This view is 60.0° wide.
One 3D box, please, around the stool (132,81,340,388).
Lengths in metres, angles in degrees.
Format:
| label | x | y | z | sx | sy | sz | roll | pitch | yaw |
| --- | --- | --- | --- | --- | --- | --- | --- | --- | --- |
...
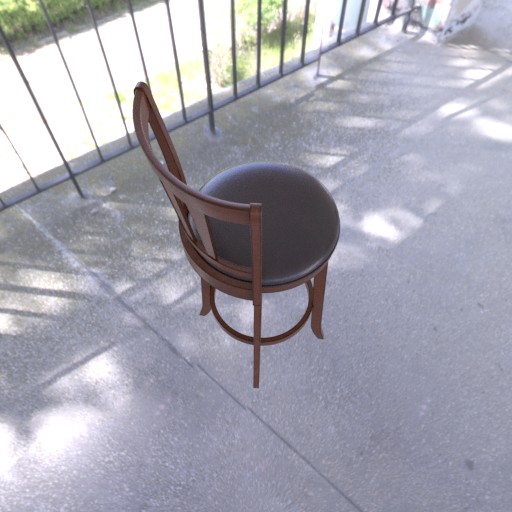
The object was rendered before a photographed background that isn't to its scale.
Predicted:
| label | x | y | z | sx | sy | sz | roll | pitch | yaw |
| --- | --- | --- | --- | --- | --- | --- | --- | --- | --- |
| stool | 0.000 | 0.000 | 1.435 | 0.503 | 1.177 | 0.464 | -32 | 63 | -19 |
